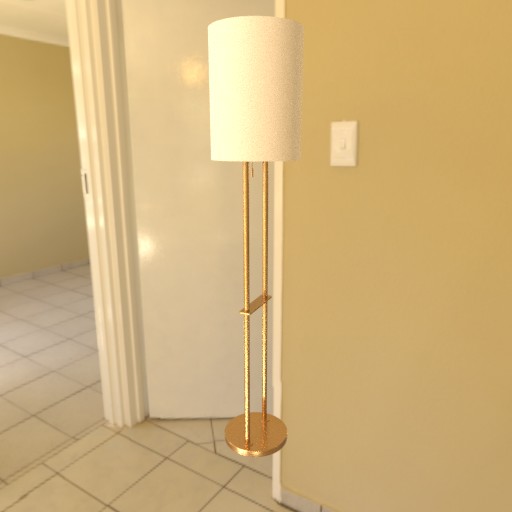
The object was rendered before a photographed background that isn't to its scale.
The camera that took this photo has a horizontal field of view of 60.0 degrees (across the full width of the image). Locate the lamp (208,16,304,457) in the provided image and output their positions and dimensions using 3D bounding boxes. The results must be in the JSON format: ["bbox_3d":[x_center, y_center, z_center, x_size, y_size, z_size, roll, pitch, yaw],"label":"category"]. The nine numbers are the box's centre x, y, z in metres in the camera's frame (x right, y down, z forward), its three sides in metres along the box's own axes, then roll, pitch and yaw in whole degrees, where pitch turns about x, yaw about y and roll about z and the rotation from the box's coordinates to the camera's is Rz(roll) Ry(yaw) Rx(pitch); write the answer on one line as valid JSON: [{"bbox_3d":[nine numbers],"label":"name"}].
[{"bbox_3d":[0.000,0.000,1.604,0.305,1.500,0.306,6,16,23],"label":"lamp"}]
